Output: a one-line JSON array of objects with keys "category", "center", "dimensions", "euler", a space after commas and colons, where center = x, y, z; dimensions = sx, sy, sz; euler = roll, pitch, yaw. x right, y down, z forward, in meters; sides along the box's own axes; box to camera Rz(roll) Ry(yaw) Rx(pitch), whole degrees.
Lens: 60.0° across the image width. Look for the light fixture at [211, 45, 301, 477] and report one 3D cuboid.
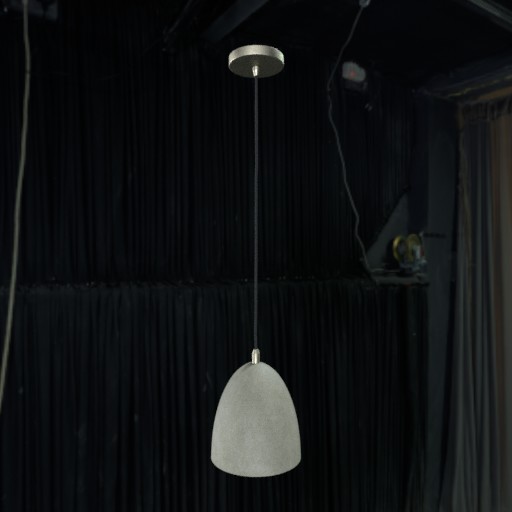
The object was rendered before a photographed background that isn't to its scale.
[{"category": "light fixture", "center": [0.000, 0.000, 0.848], "dimensions": [0.170, 0.759, 0.170], "euler": [0, -1, -36]}]
